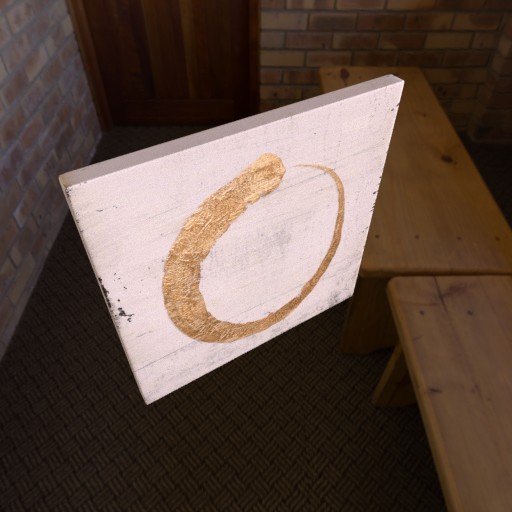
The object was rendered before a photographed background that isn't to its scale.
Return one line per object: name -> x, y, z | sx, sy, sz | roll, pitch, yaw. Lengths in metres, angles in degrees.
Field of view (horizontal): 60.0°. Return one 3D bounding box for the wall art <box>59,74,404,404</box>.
wall art -> 0.000, 0.000, 0.916 | 0.610, 0.611, 0.040 | -24, 50, -22
